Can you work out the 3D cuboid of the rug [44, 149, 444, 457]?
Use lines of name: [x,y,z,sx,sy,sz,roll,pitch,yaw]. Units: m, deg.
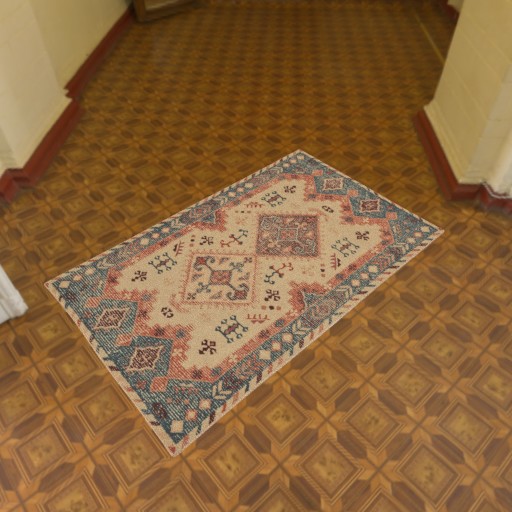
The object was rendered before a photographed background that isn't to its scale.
rug: [0.000,0.000,3.146,2.464,0.023,1.521,-33,54,-28]
